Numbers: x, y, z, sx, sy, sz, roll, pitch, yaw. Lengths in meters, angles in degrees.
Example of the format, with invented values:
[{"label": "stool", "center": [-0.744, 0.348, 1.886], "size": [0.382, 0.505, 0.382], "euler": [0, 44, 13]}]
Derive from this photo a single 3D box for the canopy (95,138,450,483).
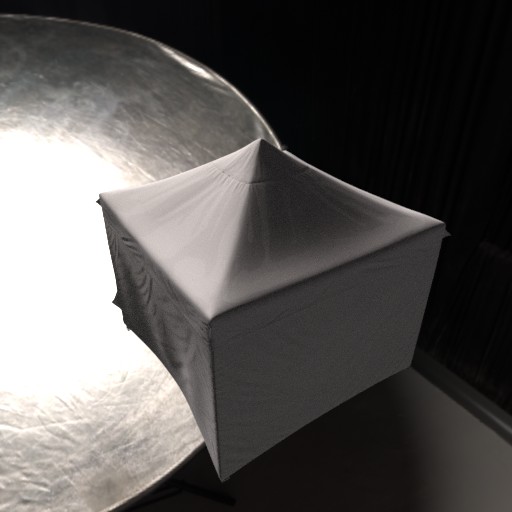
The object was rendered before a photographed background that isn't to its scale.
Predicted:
[{"label": "canopy", "center": [0.000, 0.000, 5.534], "size": [3.043, 2.997, 3.121], "euler": [-19, 37, -28]}]
